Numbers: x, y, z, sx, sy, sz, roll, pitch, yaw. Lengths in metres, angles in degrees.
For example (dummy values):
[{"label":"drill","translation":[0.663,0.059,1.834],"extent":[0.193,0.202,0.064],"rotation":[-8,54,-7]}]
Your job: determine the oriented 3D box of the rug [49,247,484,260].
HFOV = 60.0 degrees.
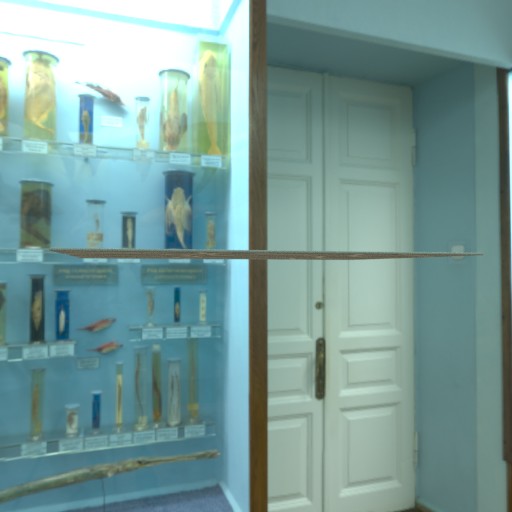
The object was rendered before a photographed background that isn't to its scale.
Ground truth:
[{"label":"rug","translation":[0.000,0.000,2.933],"extent":[2.290,0.014,1.526],"rotation":[0,-2,-17]}]
